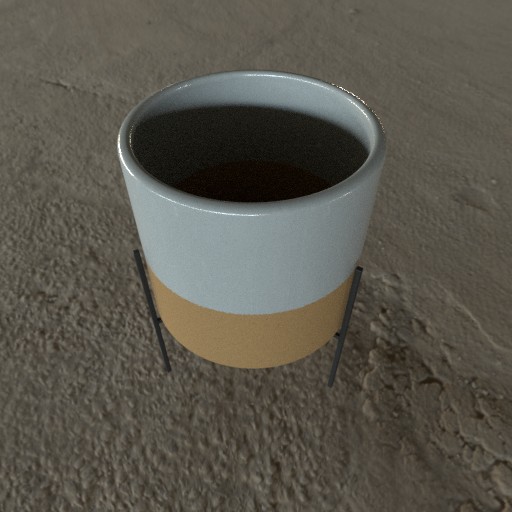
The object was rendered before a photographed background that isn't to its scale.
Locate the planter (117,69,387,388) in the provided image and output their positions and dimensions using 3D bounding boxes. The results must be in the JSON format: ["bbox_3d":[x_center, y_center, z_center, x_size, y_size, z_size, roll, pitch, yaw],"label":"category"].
[{"bbox_3d":[0.000,0.000,0.656,0.310,0.432,0.310,16,48,14],"label":"planter"}]
